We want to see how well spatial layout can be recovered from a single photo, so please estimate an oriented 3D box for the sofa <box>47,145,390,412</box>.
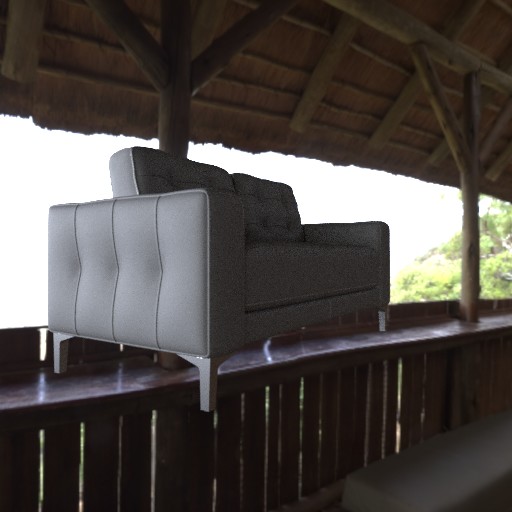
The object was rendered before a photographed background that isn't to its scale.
[{"bbox_3d":[0.000,0.000,2.175,0.833,0.892,1.726,0,0,34],"label":"sofa"}]
